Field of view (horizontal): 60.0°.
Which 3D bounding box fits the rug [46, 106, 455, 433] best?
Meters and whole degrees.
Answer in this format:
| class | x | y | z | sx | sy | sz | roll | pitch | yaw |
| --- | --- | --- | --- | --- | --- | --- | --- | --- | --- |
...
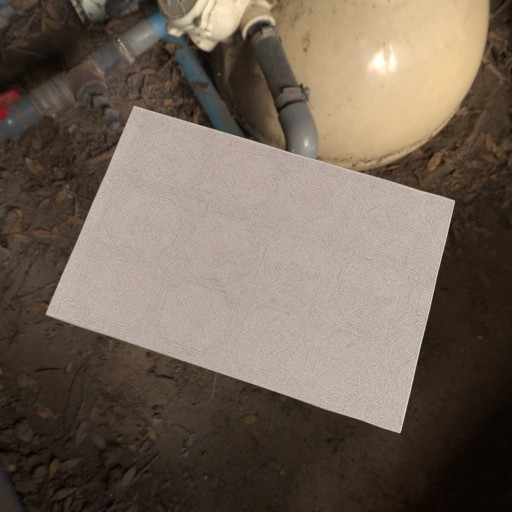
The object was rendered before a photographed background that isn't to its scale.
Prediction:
| class | x | y | z | sx | sy | sz | roll | pitch | yaw |
| --- | --- | --- | --- | --- | --- | --- | --- | --- | --- |
| rug | 0.000 | 0.000 | 2.300 | 1.839 | 0.009 | 1.236 | 17 | 78 | 4 |
